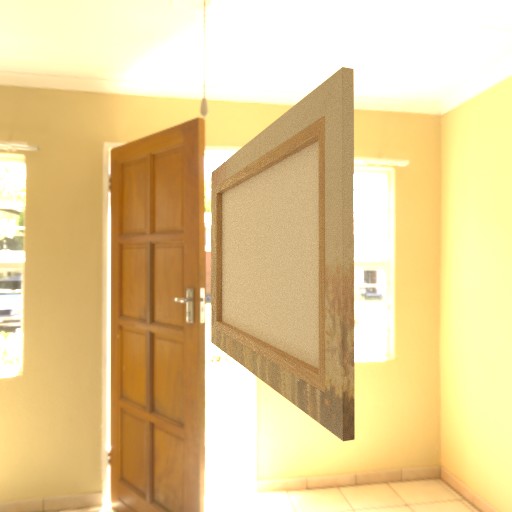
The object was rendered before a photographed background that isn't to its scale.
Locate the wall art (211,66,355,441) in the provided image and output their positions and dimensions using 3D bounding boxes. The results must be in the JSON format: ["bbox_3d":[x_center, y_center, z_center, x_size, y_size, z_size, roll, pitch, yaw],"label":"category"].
[{"bbox_3d":[0.000,0.000,1.919,0.038,1.012,1.525,0,-1,-19],"label":"wall art"}]
